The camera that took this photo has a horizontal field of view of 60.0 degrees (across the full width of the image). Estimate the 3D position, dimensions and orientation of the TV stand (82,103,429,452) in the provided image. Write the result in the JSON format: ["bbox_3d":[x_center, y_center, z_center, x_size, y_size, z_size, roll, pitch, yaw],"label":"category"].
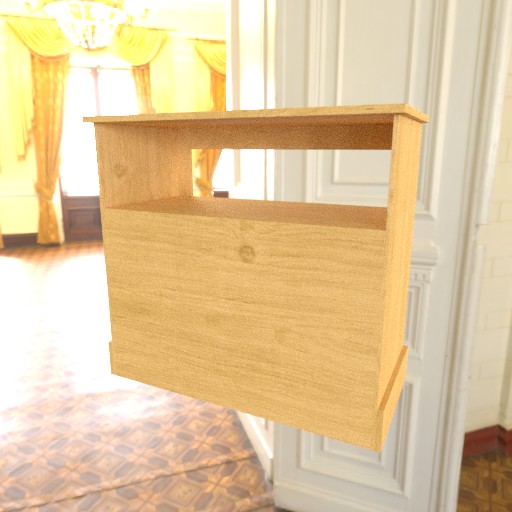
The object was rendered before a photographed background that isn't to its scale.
[{"bbox_3d":[0.000,0.000,1.308,0.851,0.787,0.430,7,15,26],"label":"TV stand"}]
